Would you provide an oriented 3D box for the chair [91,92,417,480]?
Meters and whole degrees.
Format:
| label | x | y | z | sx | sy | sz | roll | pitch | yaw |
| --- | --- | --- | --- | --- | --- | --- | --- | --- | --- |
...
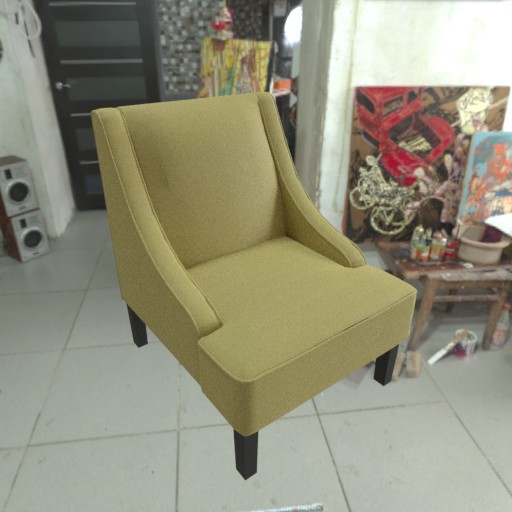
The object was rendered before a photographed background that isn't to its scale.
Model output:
| label | x | y | z | sx | sy | sz | roll | pitch | yaw |
| --- | --- | --- | --- | --- | --- | --- | --- | --- | --- |
| chair | 0.000 | 0.000 | 1.457 | 0.696 | 0.896 | 0.814 | -19 | 33 | -32 |
